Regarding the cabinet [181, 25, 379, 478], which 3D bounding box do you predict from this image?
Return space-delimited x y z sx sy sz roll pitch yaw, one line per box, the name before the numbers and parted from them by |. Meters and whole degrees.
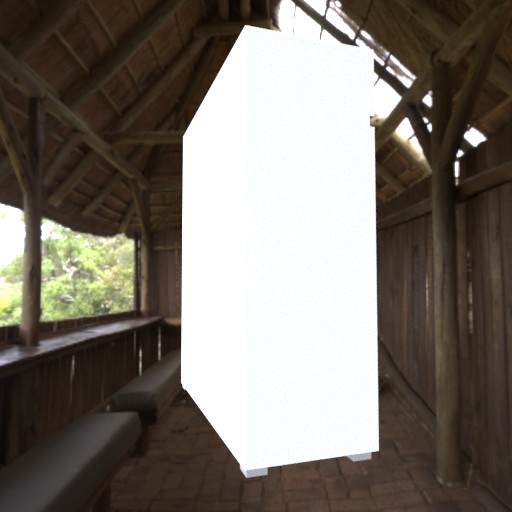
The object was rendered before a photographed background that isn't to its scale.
cabinet | 0.000 0.000 1.698 0.400 1.190 1.000 1 -3 -19
